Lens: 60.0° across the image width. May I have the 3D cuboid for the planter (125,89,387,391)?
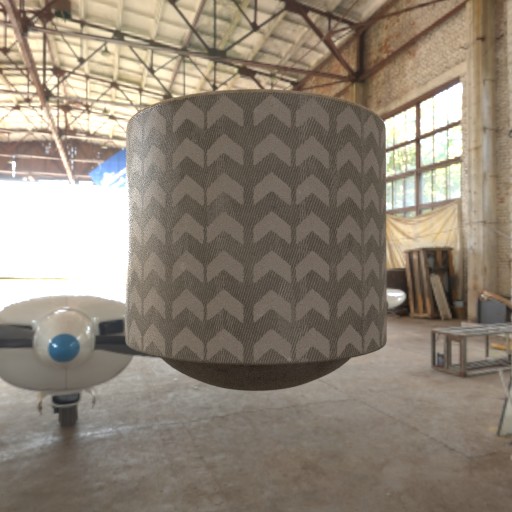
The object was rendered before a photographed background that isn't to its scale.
[{"bbox_3d":[0.000,0.000,0.337,0.190,0.181,0.190,0,-1,0],"label":"planter"}]
